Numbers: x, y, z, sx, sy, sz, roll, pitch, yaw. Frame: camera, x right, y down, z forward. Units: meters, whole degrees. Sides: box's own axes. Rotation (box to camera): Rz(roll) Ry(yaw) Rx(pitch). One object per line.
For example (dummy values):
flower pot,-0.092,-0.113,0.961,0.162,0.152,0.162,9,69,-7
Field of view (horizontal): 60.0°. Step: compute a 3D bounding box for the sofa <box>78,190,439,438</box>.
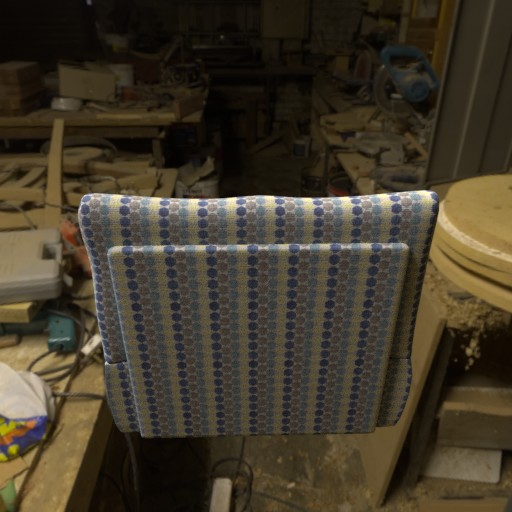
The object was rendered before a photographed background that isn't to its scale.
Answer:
sofa,0.000,0.000,1.672,0.930,0.830,1.000,-1,29,-1
